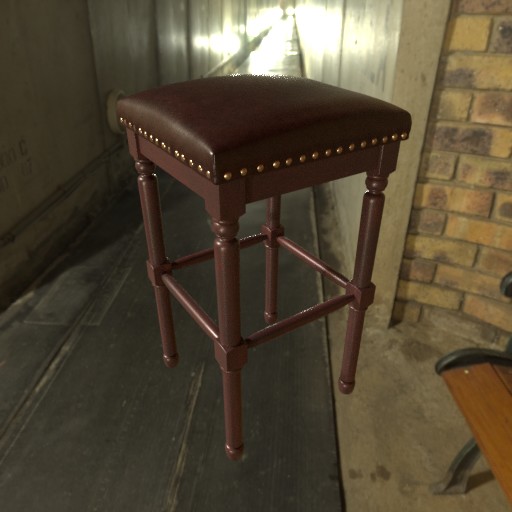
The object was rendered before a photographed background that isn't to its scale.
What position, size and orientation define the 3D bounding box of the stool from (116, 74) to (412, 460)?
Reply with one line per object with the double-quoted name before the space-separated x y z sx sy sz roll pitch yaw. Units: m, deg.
"stool" 0.000 0.000 0.933 0.383 0.702 0.382 -19 36 -28
